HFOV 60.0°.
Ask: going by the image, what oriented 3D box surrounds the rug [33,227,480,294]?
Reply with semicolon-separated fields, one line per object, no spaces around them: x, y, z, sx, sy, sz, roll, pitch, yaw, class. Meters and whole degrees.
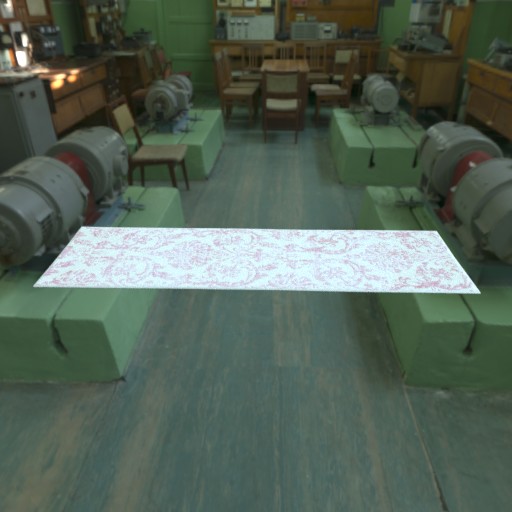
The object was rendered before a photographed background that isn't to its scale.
0.000;0.000;2.455;2.196;0.011;0.662;1;30;1;rug
